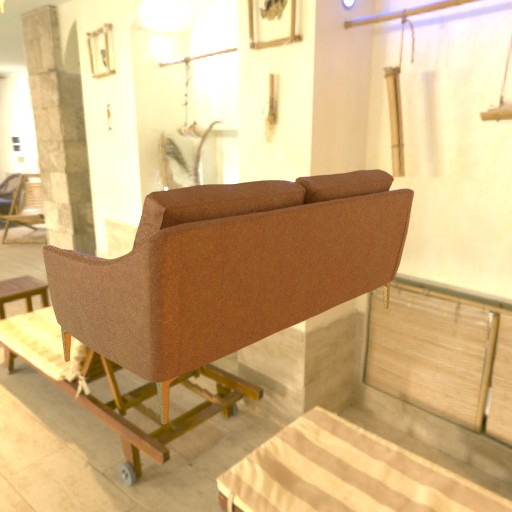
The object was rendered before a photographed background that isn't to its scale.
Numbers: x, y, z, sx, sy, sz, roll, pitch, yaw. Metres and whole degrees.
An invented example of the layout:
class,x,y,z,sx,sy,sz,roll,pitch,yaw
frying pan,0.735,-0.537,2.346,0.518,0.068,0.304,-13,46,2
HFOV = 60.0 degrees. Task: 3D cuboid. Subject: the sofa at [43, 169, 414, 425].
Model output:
class,x,y,z,sx,sy,sz,roll,pitch,yaw
sofa,0.000,0.000,2.561,0.981,0.945,2.036,14,21,43
